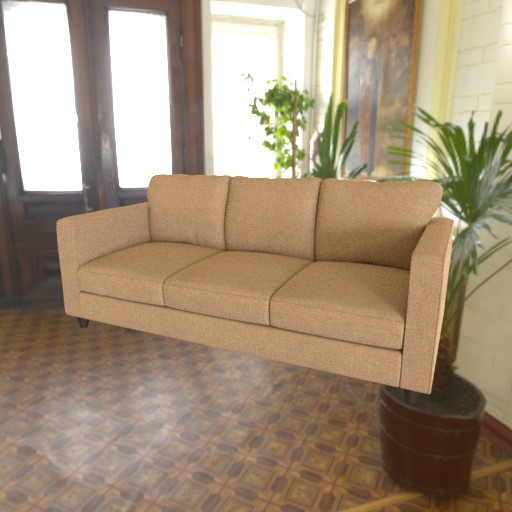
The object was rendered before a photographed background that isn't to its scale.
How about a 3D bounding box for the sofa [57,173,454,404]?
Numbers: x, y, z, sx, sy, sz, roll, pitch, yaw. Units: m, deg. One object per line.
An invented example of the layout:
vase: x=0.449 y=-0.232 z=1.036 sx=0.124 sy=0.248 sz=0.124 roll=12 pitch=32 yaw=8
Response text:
sofa: x=0.000 y=0.000 z=2.328 sx=1.855 sy=0.800 sz=0.930 roll=7 pitch=16 yaw=24
